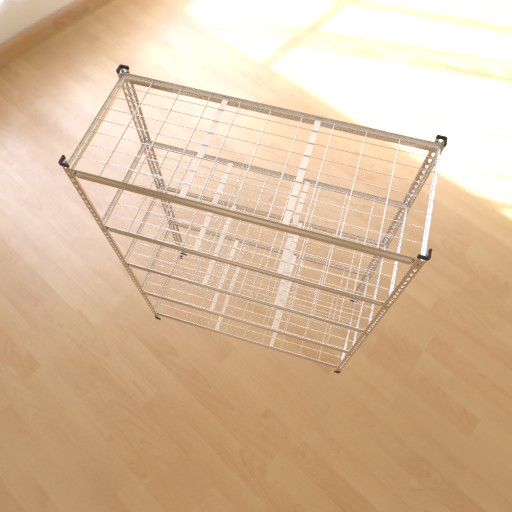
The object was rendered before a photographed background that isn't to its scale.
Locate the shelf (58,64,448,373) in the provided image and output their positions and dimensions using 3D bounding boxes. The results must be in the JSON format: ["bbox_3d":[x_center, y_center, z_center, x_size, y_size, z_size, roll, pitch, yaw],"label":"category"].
[{"bbox_3d":[0.000,0.000,2.737,1.524,1.981,0.610,15,64,8],"label":"shelf"}]
